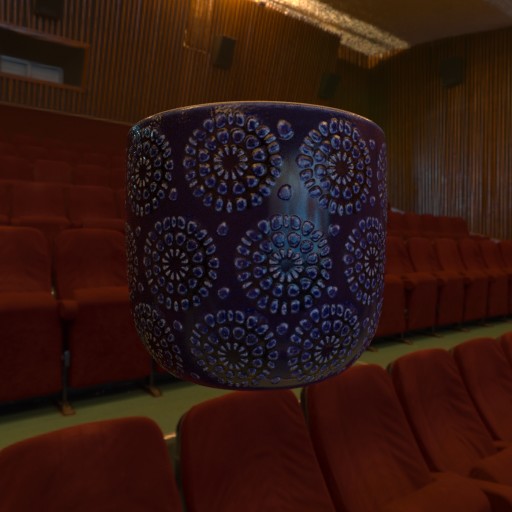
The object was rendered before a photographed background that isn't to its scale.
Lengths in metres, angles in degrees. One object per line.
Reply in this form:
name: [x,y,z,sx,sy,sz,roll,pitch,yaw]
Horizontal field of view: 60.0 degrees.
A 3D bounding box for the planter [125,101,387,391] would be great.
planter: [0.000,0.000,0.292,0.165,0.149,0.165,0,0,0]
